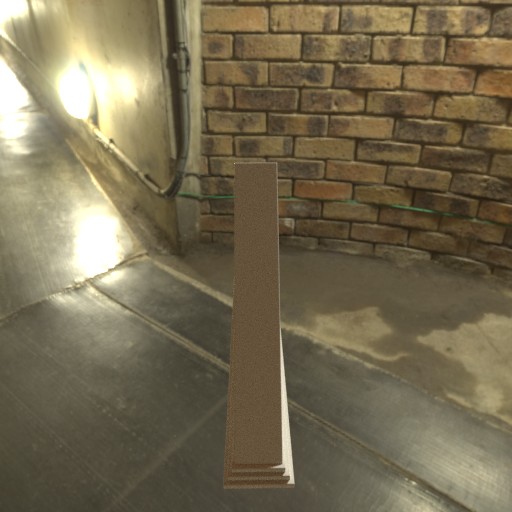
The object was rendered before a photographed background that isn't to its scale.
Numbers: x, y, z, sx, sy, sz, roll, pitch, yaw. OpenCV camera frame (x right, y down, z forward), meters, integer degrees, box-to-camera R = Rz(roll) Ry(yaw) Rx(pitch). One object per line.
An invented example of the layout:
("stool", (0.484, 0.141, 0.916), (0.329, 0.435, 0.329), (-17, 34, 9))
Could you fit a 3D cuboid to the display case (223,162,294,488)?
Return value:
("display case", (0.000, 0.000, 0.779), (0.095, 0.340, 0.640), (0, 31, -1))
